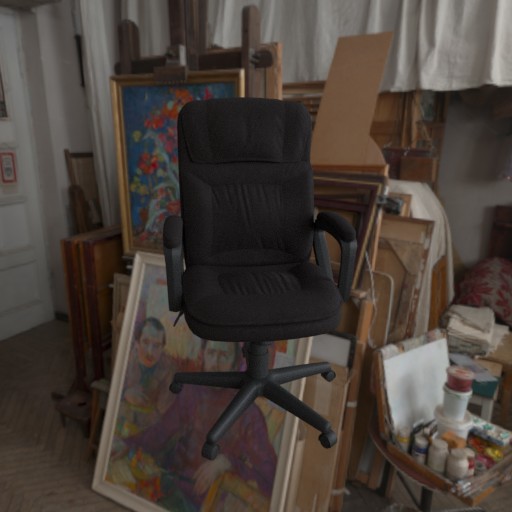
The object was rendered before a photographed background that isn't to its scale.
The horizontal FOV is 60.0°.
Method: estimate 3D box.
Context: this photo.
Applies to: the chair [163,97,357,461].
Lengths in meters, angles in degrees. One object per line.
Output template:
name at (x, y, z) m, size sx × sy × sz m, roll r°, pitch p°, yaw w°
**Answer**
chair at (0.000, 0.000, 1.572) m, size 0.667 × 1.105 × 0.724 m, roll -2°, pitch 16°, yaw -8°
